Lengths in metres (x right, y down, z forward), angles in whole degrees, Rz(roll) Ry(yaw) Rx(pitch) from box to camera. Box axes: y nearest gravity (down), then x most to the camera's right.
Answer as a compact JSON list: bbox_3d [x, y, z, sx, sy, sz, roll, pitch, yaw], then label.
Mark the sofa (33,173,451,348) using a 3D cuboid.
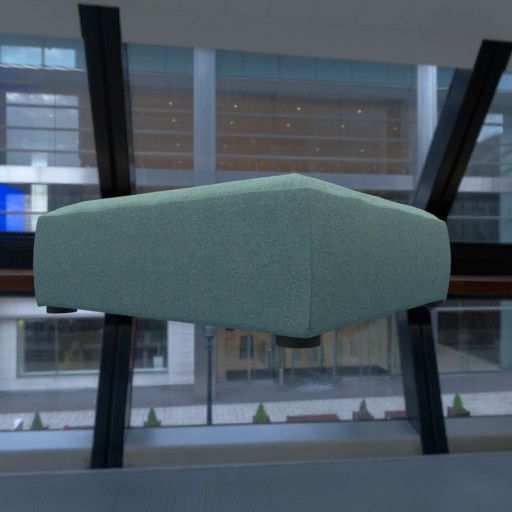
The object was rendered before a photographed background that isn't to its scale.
[{"bbox_3d":[0.000,0.000,1.388,0.930,0.330,0.930,0,0,37],"label":"sofa"}]
